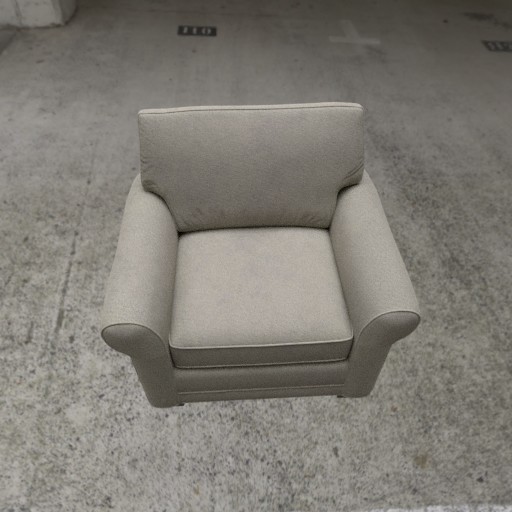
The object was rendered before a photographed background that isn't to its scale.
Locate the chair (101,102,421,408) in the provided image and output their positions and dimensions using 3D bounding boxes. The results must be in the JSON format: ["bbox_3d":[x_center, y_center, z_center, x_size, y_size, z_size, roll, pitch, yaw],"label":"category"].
[{"bbox_3d":[0.000,0.000,1.928,1.147,1.044,0.939,-2,47,-2],"label":"chair"}]
